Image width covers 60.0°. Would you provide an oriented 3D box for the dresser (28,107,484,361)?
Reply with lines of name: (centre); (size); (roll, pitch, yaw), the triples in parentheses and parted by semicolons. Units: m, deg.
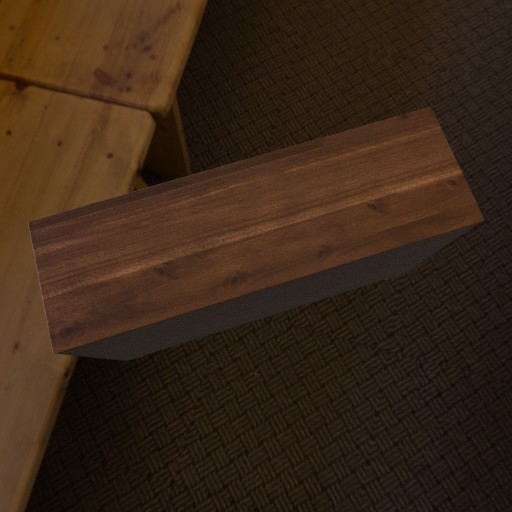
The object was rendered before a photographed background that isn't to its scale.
dresser: (0.000, 0.000, 1.841); (1.387, 0.892, 0.438); (-17, 76, -4)
